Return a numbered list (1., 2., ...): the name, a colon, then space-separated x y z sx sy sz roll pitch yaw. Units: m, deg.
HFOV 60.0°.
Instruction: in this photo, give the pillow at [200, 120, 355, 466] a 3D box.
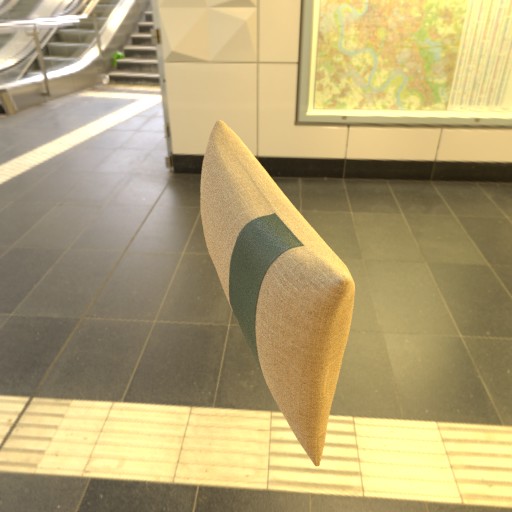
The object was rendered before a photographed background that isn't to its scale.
1. pillow: 0.000 0.000 1.050 0.197 0.429 0.859 -8 32 -13
